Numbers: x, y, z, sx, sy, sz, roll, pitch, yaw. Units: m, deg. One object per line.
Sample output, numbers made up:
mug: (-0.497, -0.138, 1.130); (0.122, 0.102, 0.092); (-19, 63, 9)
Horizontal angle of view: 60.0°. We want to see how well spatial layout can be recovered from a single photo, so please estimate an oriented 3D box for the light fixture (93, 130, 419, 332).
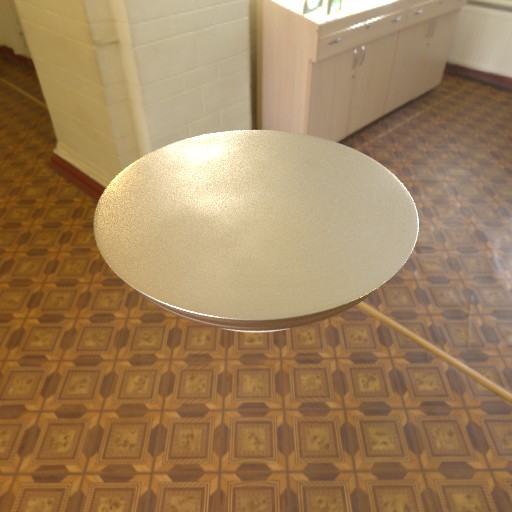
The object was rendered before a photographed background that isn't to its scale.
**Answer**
light fixture: (0.000, 0.000, 0.439); (0.280, 0.135, 0.280); (0, 41, 0)
